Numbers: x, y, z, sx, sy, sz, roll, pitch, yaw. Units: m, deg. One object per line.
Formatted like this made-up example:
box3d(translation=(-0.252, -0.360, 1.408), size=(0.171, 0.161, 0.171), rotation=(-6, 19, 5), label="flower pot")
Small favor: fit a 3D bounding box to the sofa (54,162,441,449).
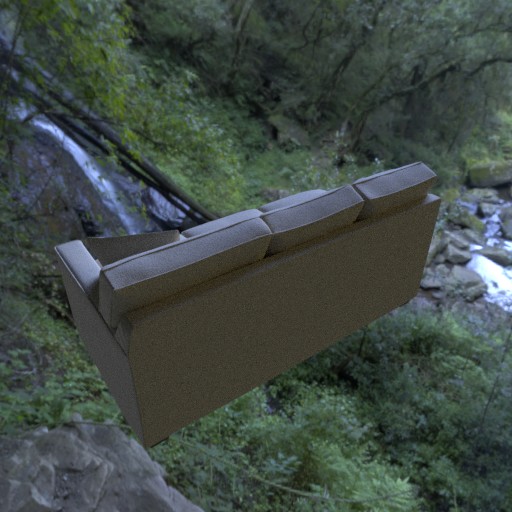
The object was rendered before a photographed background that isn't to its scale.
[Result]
box3d(translation=(0.000, 0.000, 2.588), size=(1.963, 0.946, 1.034), rotation=(-21, 38, -30), label="sofa")
